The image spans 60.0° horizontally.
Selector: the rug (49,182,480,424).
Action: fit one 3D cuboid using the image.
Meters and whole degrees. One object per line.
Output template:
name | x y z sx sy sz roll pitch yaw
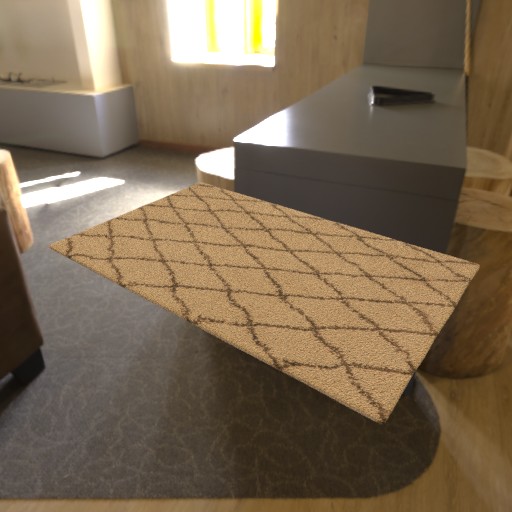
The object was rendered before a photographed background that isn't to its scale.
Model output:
rug | 0.000 0.000 2.937 2.438 0.030 1.524 21 36 31
